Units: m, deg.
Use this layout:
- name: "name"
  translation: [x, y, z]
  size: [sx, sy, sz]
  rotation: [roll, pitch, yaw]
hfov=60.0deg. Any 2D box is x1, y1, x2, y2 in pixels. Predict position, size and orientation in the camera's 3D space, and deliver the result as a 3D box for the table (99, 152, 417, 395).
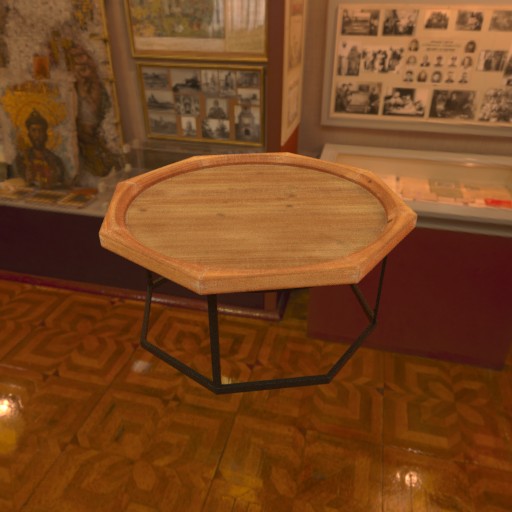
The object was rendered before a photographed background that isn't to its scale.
- name: "table"
  translation: [0.000, 0.000, 1.551]
  size: [1.002, 0.444, 1.002]
  rotation: [0, 30, 0]
